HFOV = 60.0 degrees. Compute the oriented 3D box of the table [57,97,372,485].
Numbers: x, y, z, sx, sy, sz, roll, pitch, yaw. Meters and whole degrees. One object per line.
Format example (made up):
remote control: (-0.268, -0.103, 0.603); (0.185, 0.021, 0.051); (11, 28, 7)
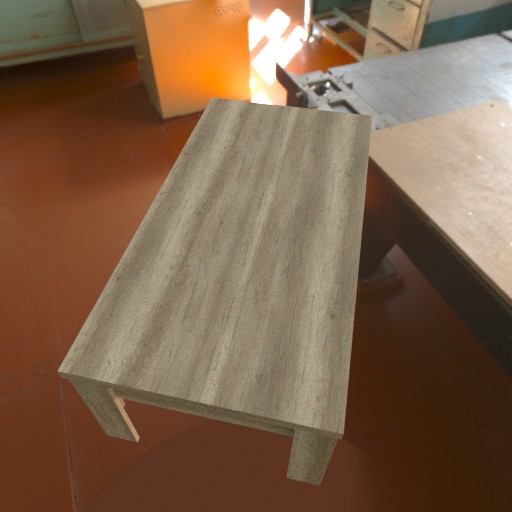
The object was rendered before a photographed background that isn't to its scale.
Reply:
table: (0.000, 0.000, 1.647); (0.700, 0.460, 1.350); (9, 49, 8)
